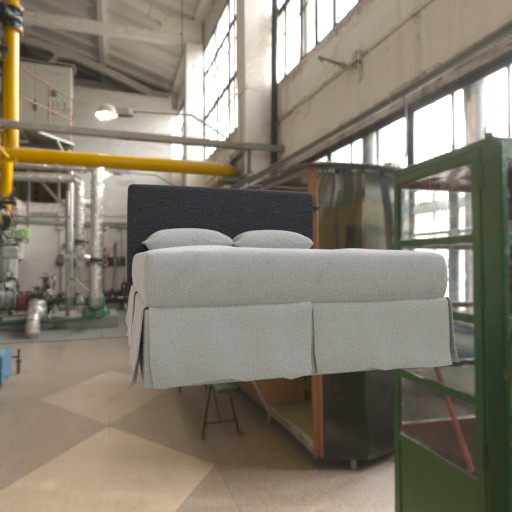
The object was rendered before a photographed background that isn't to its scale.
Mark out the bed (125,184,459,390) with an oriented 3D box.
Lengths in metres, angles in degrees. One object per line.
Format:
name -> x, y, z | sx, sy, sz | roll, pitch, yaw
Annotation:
bed -> 0.000, 0.000, 3.324 | 1.884, 1.330, 2.142 | 0, 0, -17
